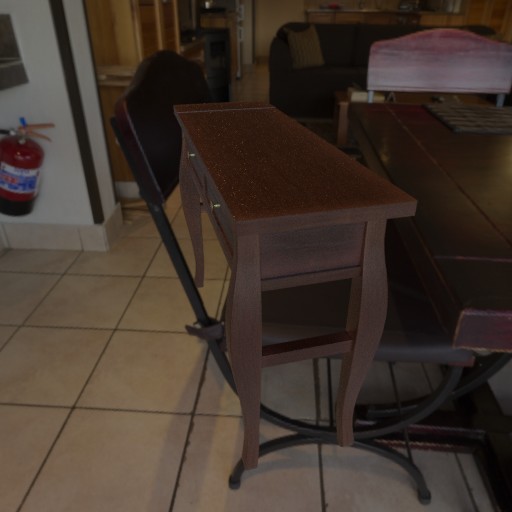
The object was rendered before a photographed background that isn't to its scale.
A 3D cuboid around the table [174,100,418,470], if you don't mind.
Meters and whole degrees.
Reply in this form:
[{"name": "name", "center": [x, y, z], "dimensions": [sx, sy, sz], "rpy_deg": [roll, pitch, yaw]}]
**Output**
[{"name": "table", "center": [0.000, 0.000, 1.439], "dimensions": [0.373, 0.768, 1.062], "rpy_deg": [-7, 30, -13]}]
